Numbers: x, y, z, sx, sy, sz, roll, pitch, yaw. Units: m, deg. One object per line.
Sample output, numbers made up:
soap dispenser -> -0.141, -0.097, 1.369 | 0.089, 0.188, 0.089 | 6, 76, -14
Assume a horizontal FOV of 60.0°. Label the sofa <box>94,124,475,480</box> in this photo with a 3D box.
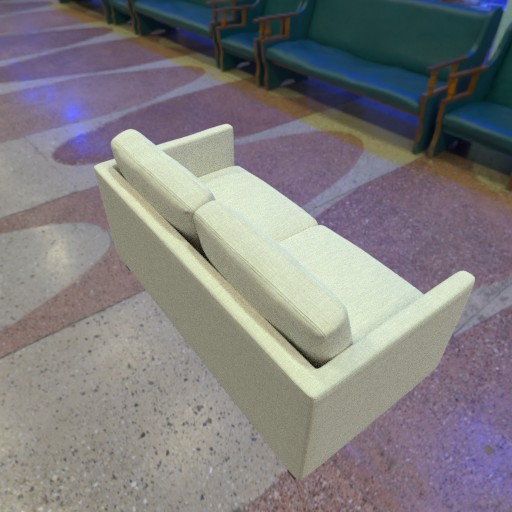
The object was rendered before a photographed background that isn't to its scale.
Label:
sofa -> 0.000, 0.000, 2.332 | 0.950, 0.963, 1.838 | -26, 48, -27
